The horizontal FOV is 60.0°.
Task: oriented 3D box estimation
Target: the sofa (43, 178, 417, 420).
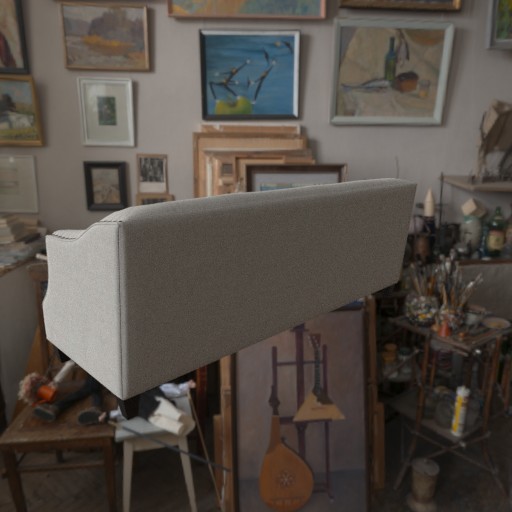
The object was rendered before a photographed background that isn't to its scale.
[{"bbox_3d":[0.000,0.000,2.700,2.235,0.901,0.914,-14,20,-43],"label":"sofa"}]
